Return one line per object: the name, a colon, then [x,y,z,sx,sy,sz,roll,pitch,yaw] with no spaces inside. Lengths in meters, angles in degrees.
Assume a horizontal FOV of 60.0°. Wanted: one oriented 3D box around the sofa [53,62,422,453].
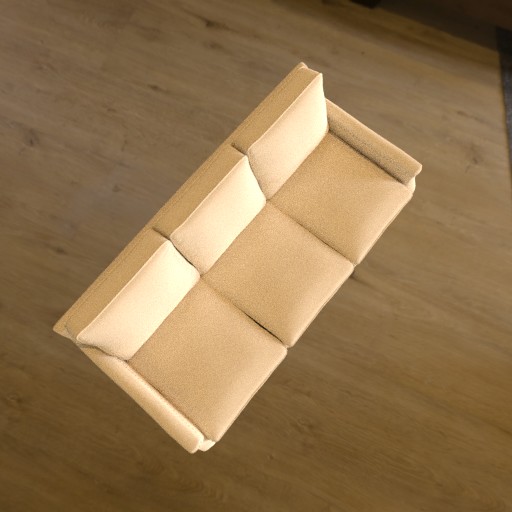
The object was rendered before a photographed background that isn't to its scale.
sofa: [0.000,0.000,2.830,1.084,1.003,2.246,39,79,9]
